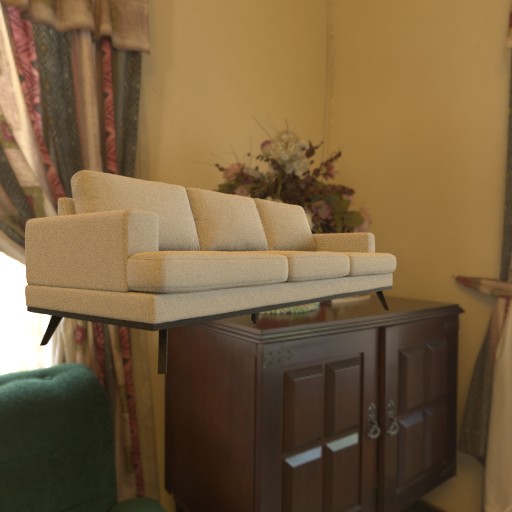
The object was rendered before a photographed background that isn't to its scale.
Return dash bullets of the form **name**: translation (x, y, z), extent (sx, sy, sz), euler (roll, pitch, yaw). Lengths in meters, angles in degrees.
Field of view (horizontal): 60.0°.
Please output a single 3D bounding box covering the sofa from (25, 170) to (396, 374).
- **sofa**: translation (0.000, 0.000, 2.659), extent (0.920, 0.810, 2.310), euler (0, 0, 37)
